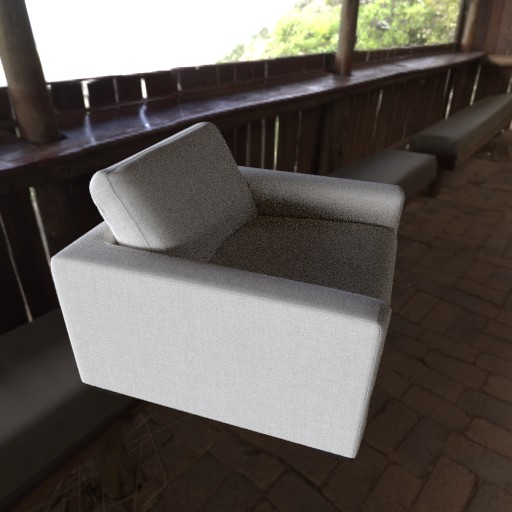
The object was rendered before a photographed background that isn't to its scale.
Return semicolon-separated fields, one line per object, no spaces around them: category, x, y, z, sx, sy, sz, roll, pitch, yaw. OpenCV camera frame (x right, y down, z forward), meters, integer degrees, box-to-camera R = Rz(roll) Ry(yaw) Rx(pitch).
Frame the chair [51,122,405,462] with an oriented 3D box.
chair;0.000;0.000;1.832;1.100;0.876;1.070;10;31;16
